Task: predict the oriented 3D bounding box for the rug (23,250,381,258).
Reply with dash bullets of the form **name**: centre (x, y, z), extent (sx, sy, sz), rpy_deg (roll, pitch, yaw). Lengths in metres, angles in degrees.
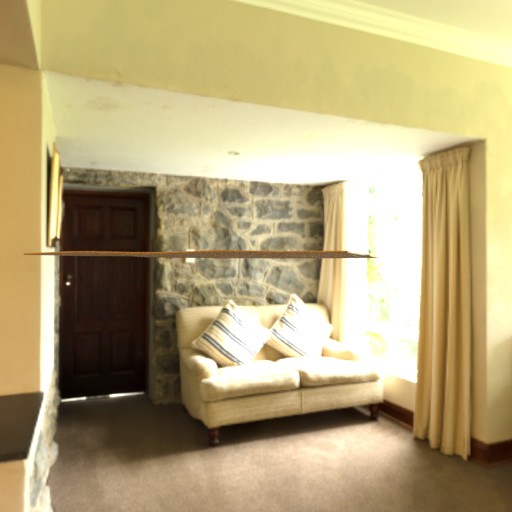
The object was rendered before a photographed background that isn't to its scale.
- **rug**: centre (0.000, 0.000, 3.026), extent (1.524, 0.015, 2.439), rpy_deg (0, -1, 18)
